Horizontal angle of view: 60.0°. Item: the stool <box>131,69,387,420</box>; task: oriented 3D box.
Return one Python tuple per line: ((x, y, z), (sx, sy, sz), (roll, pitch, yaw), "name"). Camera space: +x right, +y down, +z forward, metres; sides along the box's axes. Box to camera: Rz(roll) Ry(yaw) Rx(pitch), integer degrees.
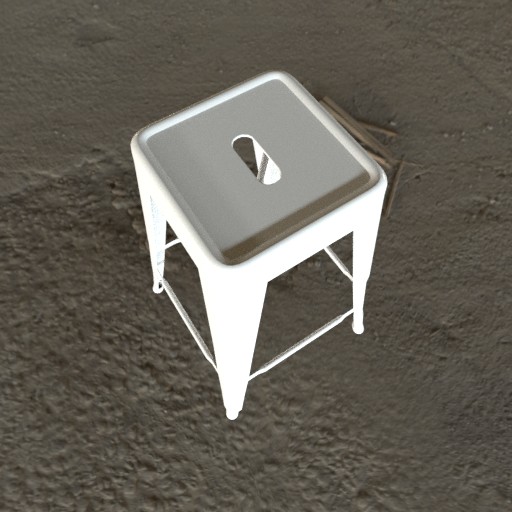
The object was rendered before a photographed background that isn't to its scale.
((0.000, 0.000, 0.886), (0.406, 0.610, 0.406), (-30, 67, -14), "stool")
